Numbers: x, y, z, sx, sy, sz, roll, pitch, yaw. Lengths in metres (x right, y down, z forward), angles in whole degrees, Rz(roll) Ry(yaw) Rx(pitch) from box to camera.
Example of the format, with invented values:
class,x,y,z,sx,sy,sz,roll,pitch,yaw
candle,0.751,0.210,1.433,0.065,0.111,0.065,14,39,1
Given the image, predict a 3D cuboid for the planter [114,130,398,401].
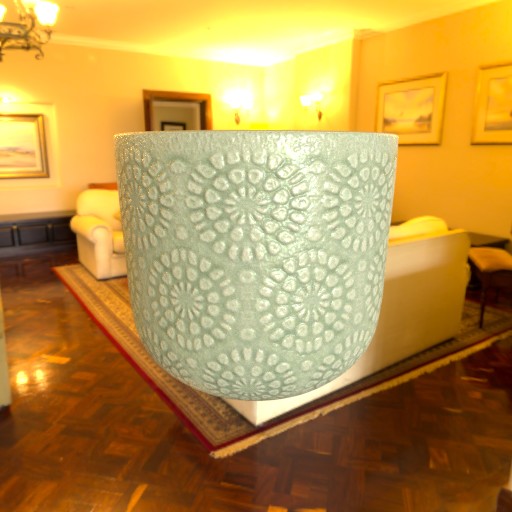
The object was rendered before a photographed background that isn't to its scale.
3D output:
class,x,y,z,sx,sy,sz,roll,pitch,yaw
planter,0.000,0.000,0.293,0.169,0.153,0.169,0,13,0
